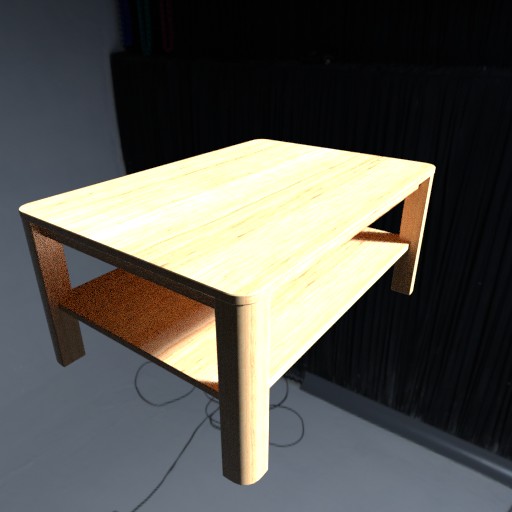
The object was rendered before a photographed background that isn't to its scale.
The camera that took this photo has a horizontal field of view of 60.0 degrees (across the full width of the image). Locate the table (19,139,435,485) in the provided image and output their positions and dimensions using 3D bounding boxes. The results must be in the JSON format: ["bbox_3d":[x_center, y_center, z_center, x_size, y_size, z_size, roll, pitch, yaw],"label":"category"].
[{"bbox_3d":[0.000,0.000,1.316,0.696,0.445,0.997,18,31,32],"label":"table"}]
